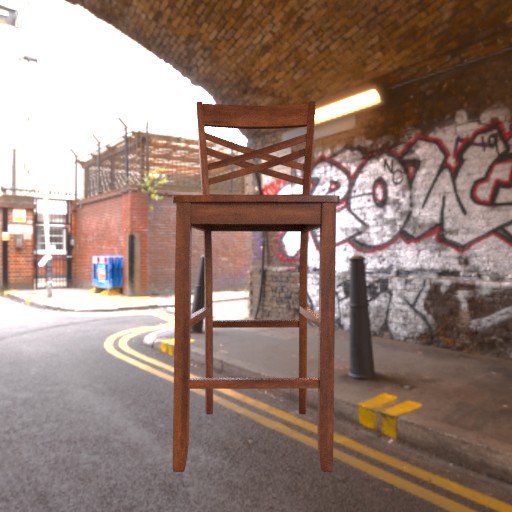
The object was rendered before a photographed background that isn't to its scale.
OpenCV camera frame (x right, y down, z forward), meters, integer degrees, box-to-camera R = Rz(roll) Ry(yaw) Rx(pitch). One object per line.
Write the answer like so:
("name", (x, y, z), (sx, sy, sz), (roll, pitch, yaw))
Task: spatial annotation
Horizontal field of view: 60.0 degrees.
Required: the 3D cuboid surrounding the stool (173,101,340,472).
("stool", (0.000, 0.000, 1.365), (0.433, 1.105, 0.487), (0, 0, 0))
